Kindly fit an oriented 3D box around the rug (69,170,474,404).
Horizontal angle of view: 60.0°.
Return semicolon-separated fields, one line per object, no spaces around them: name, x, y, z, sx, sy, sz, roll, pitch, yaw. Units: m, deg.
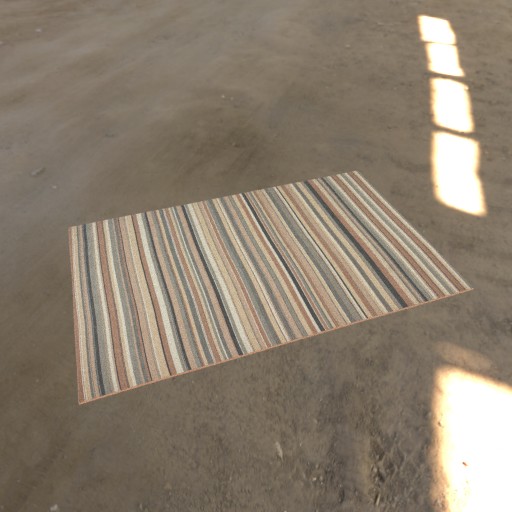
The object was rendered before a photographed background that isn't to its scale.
rug;0.000;0.000;3.080;2.438;0.014;1.523;-13;44;-14
